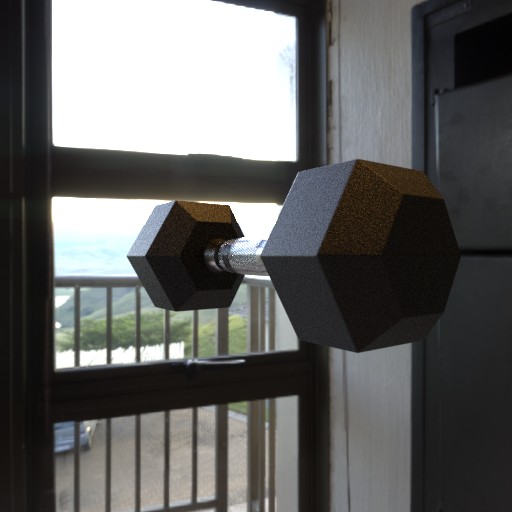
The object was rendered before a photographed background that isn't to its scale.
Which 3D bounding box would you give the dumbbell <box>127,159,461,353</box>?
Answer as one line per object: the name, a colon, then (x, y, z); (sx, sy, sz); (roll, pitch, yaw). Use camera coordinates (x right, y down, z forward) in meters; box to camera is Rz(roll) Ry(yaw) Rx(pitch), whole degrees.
dumbbell: (0.000, 0.000, 0.320); (0.106, 0.092, 0.272); (0, 0, -36)
